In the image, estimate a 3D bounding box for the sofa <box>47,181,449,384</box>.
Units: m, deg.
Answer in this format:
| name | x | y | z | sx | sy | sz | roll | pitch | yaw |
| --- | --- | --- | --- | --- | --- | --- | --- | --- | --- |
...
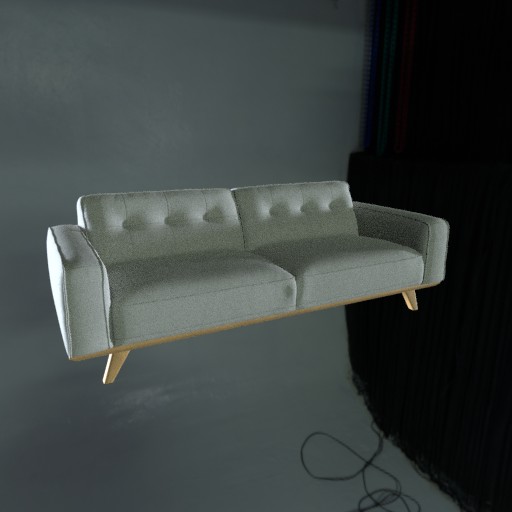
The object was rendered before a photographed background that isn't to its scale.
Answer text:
| name | x | y | z | sx | sy | sz | roll | pitch | yaw |
| --- | --- | --- | --- | --- | --- | --- | --- | --- | --- |
| sofa | 0.000 | 0.000 | 2.694 | 2.270 | 0.781 | 0.956 | -8 | 17 | -26 |
